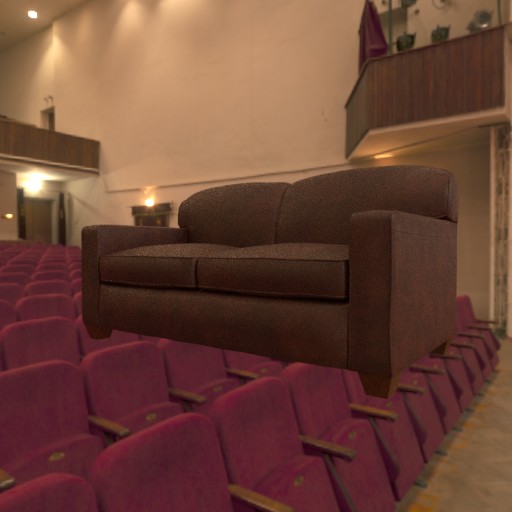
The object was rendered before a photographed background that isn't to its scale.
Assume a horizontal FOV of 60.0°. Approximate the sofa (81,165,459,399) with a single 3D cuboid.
[{"bbox_3d":[0.000,0.000,2.395,1.856,0.966,1.000,1,1,36],"label":"sofa"}]
